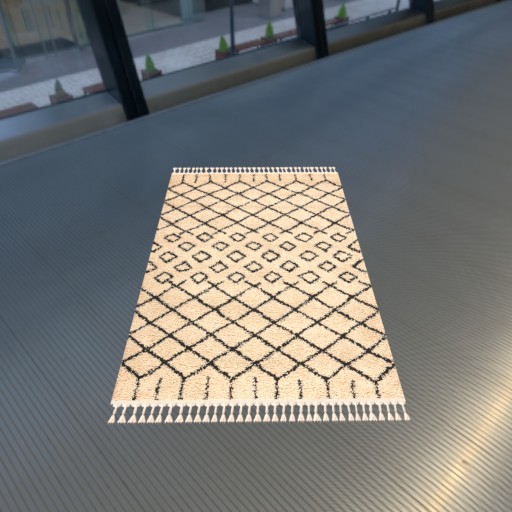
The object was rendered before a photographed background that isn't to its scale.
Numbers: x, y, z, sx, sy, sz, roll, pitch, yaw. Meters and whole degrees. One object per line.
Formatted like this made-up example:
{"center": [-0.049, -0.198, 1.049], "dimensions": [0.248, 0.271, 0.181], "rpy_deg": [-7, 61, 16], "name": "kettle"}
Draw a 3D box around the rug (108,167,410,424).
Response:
{"center": [0.000, 0.000, 2.493], "dimensions": [1.196, 0.008, 2.006], "rpy_deg": [0, 40, 0], "name": "rug"}
